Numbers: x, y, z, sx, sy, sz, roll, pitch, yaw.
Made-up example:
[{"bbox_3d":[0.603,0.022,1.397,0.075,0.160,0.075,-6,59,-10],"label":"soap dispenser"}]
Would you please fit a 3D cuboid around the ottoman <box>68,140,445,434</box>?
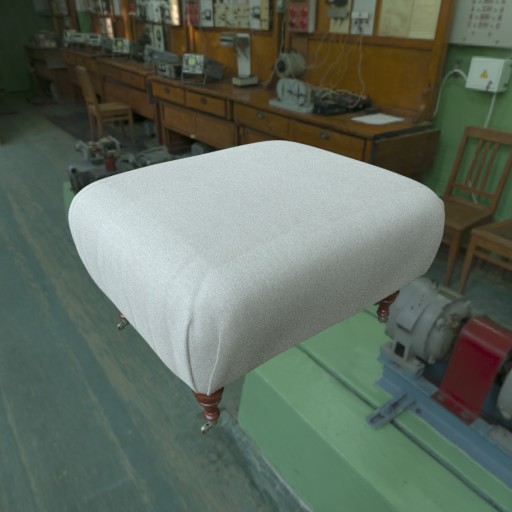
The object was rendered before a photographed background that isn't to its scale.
[{"bbox_3d":[0.000,0.000,1.139,0.746,0.450,0.639,-21,36,-32],"label":"ottoman"}]
